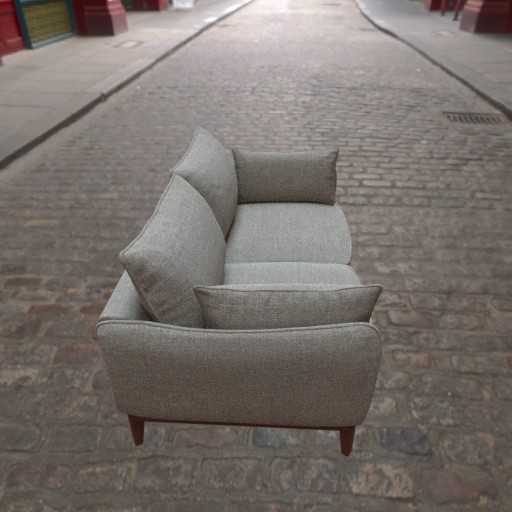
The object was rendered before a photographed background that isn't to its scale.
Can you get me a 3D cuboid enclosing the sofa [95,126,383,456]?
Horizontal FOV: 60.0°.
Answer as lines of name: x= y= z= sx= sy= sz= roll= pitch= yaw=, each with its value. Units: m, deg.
sofa: x=0.000 y=0.000 z=2.117 sx=0.972 sy=0.851 sz=1.580 roll=2 pitch=33 yaw=3
